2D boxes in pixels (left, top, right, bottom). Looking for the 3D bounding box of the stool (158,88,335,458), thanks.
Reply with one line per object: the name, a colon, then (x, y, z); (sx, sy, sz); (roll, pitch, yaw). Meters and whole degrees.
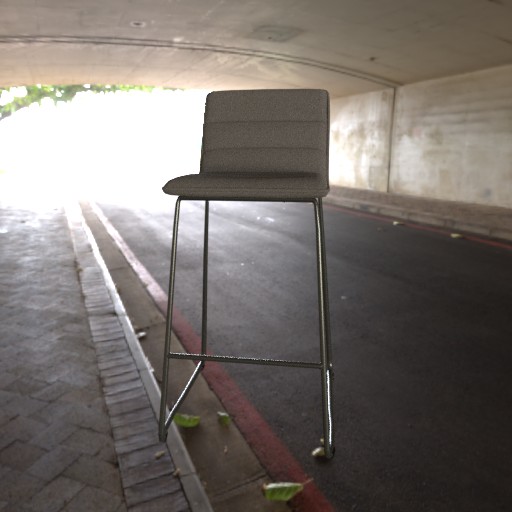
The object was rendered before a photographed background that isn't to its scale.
stool: (0.000, 0.000, 1.276); (0.490, 0.960, 0.490); (2, 14, 8)
